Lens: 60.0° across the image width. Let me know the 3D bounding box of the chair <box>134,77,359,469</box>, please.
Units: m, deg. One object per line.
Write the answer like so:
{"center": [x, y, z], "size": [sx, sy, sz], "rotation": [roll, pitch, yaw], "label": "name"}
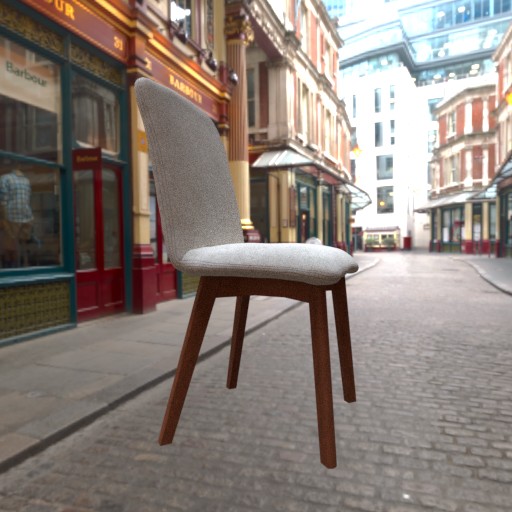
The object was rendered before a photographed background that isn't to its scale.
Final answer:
{"center": [0.000, 0.000, 1.323], "size": [0.563, 0.974, 0.522], "rotation": [0, 1, 18], "label": "chair"}
